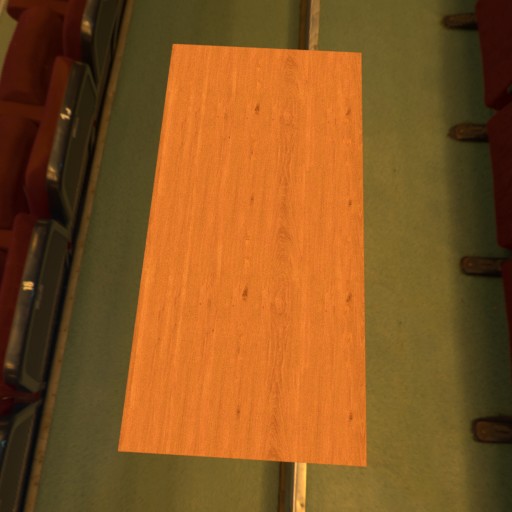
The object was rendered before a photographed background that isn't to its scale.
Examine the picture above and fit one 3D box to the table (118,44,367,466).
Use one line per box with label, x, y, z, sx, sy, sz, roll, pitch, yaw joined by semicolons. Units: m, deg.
table;0.000;0.000;1.143;0.450;0.452;0.899;3;73;1
